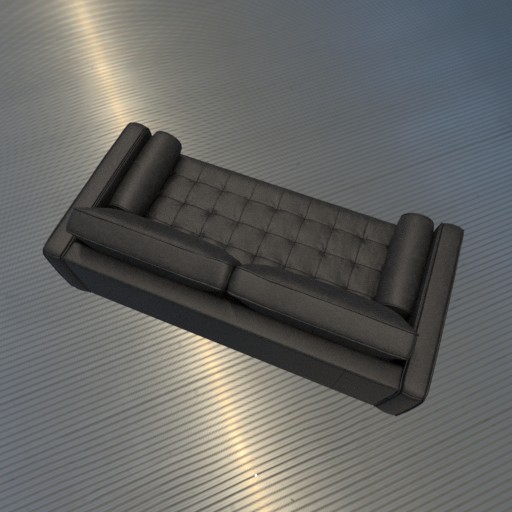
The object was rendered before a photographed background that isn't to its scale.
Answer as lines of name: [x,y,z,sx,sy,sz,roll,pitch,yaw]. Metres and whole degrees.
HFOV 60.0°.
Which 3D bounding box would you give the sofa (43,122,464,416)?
sofa: [0.000,0.000,2.299,1.879,0.770,0.921,20,65,10]
